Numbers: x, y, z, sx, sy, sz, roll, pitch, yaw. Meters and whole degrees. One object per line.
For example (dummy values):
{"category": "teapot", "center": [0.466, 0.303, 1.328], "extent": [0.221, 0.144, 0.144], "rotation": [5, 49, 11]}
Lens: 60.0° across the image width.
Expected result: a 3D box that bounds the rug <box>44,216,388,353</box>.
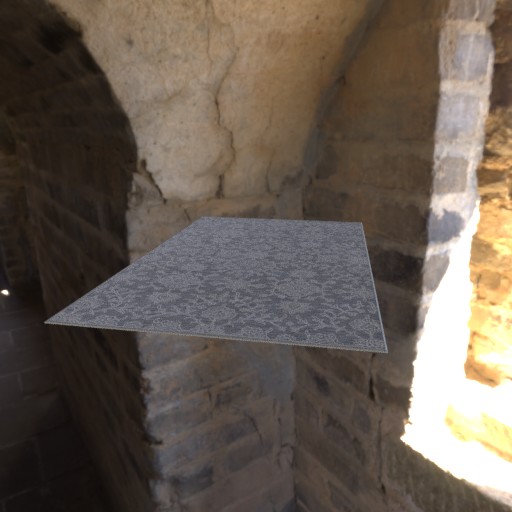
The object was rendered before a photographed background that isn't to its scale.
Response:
{"category": "rug", "center": [0.000, 0.000, 3.034], "extent": [1.515, 0.010, 2.430], "rotation": [3, 17, 10]}
